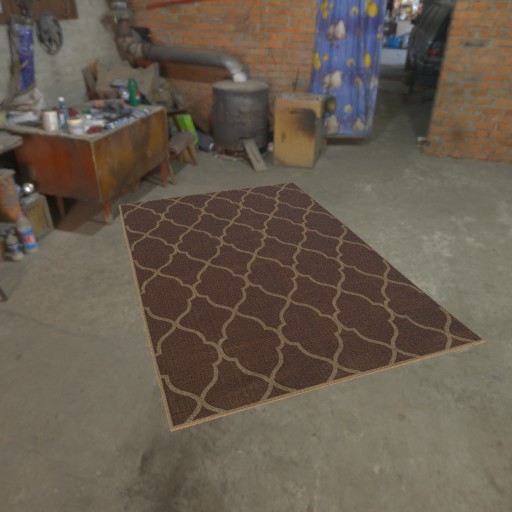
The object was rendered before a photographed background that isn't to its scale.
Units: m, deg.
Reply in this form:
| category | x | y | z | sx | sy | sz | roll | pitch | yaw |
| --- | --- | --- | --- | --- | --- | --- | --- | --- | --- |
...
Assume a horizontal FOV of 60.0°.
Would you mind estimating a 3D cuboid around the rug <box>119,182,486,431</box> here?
| category | x | y | z | sx | sy | sz | roll | pitch | yaw |
| --- | --- | --- | --- | --- | --- | --- | --- | --- | --- |
| rug | 0.000 | 0.000 | 2.838 | 1.528 | 0.014 | 2.294 | -10 | 31 | -17 |
